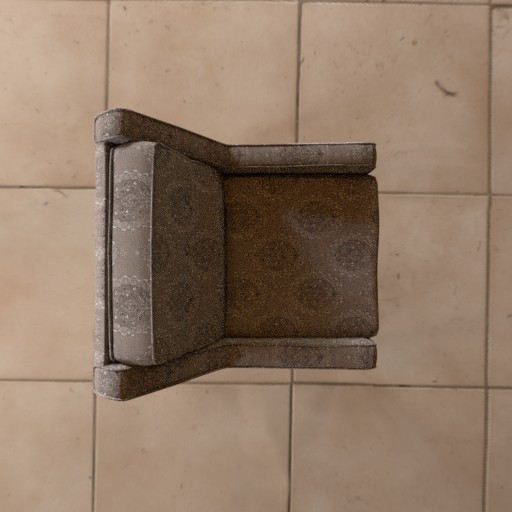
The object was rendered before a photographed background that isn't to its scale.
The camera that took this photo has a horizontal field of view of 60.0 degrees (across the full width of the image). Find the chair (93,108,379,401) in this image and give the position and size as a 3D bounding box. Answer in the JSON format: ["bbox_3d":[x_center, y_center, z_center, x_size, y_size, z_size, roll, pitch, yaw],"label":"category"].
[{"bbox_3d":[0.000,0.000,1.345,0.750,0.797,0.665,0,89,0],"label":"chair"}]
